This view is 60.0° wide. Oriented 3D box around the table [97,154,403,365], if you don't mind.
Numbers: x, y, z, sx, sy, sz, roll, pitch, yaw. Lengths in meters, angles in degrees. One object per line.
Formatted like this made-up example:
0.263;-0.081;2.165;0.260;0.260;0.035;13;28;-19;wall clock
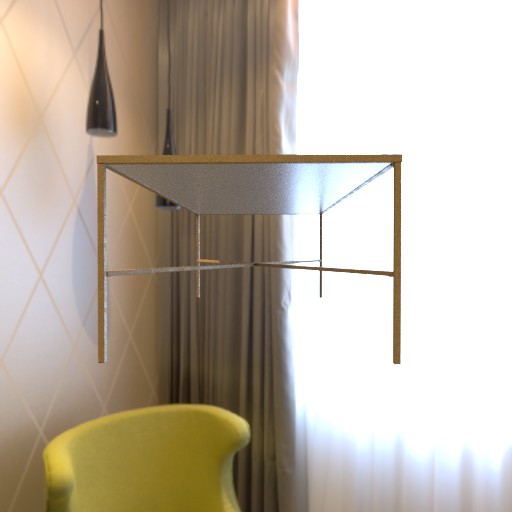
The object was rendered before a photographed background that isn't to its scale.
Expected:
0.000;0.000;1.445;0.580;0.398;1.206;0;1;1;table
